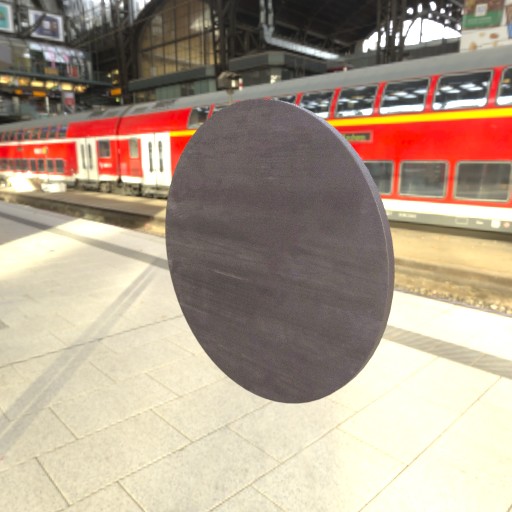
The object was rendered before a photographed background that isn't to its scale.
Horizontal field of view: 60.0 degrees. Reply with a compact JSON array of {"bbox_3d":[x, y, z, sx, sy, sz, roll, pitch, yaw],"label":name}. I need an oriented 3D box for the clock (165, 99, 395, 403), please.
[{"bbox_3d":[0.000,0.000,0.891,0.595,0.595,0.029,12,18,43],"label":"clock"}]
